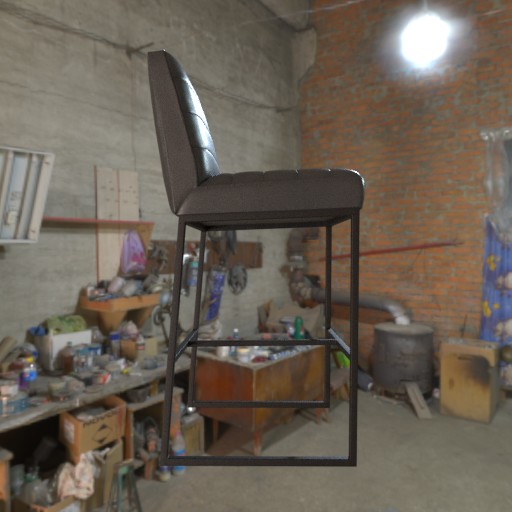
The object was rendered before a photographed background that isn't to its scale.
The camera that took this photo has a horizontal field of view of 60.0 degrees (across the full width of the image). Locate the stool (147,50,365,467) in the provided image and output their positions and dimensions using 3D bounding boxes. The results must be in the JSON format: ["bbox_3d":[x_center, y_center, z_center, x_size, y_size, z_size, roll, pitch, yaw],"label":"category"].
[{"bbox_3d":[0.000,0.000,1.313,0.552,1.040,0.457,0,0,1],"label":"stool"}]
